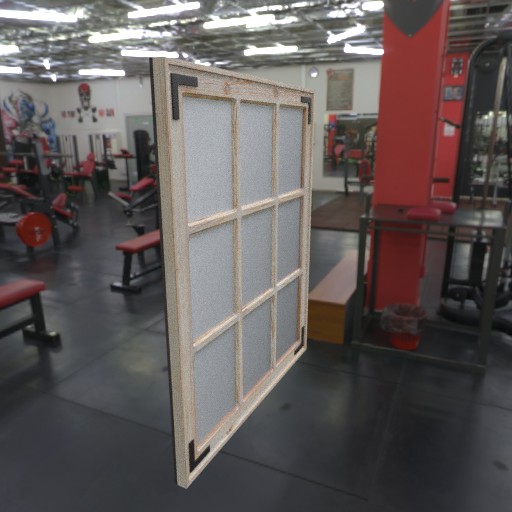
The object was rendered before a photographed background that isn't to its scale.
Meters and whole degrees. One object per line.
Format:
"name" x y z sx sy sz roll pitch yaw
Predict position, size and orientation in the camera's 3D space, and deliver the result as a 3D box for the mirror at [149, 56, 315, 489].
"mirror" 0.000 0.000 1.179 0.032 0.882 0.730 8 18 26
